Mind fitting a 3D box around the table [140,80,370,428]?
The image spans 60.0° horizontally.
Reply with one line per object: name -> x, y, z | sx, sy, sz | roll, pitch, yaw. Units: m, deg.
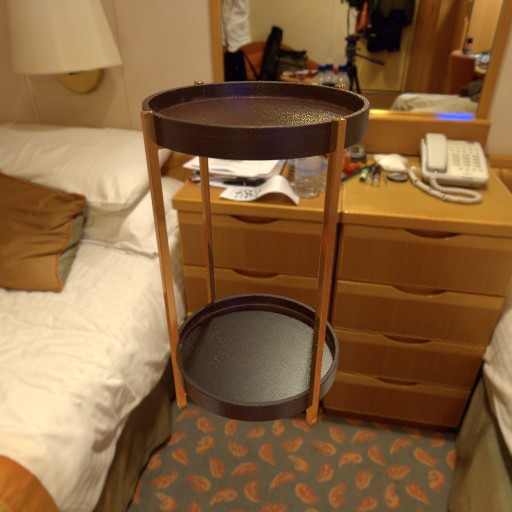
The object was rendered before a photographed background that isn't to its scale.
table -> 0.000, 0.000, 0.886 | 0.400, 0.610, 0.400 | -20, 36, -30
